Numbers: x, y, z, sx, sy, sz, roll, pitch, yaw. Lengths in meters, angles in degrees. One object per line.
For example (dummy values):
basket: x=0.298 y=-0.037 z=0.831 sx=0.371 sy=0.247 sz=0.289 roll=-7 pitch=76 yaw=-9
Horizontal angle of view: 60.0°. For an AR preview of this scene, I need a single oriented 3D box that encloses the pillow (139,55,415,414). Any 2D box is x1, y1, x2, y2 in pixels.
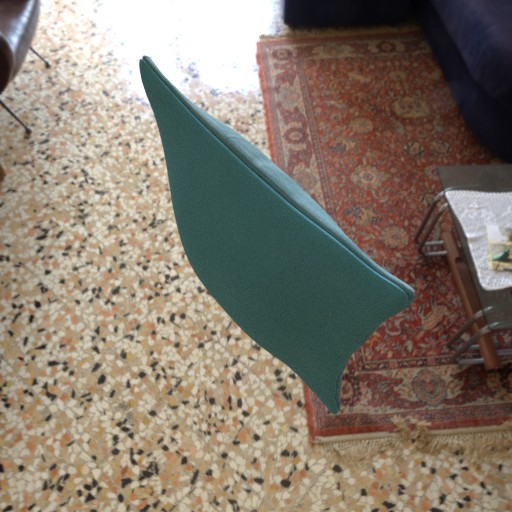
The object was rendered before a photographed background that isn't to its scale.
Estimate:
pillow: x=0.000 y=0.000 z=0.632 sx=0.151 sy=0.415 sz=0.433 roll=-35 pitch=64 yaw=-20
